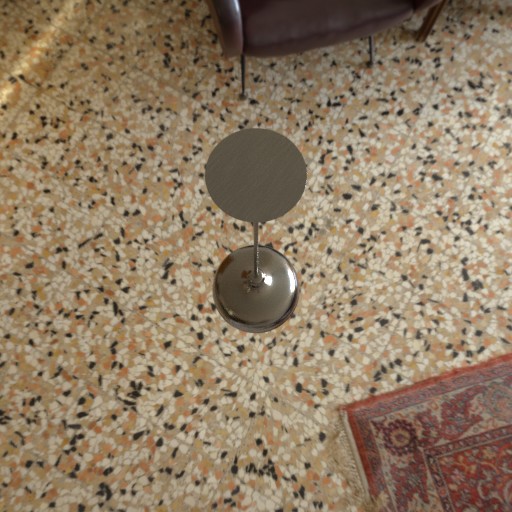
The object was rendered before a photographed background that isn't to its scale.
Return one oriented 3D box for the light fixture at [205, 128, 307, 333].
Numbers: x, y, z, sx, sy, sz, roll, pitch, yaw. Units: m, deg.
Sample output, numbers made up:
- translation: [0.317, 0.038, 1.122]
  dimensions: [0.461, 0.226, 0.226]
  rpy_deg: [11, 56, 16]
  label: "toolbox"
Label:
- translation: [0.000, 0.000, 1.070]
  dimensions: [0.299, 0.935, 0.299]
  rpy_deg: [38, 79, 9]
  label: "light fixture"
